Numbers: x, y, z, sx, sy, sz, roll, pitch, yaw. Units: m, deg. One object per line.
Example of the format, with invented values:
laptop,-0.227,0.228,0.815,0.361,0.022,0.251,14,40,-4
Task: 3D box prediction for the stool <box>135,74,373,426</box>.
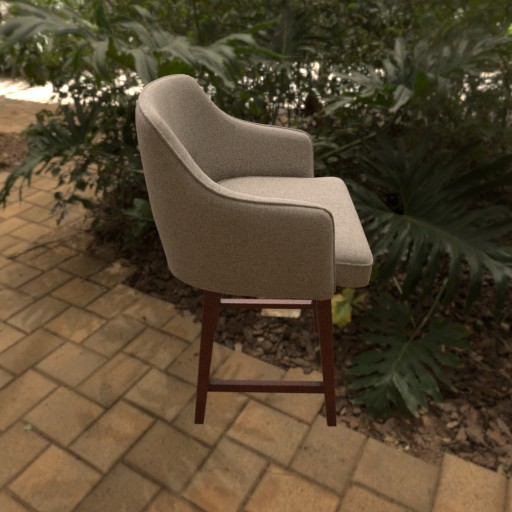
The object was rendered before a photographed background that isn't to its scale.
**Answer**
stool,0.000,0.000,1.297,0.558,0.944,0.599,1,32,1
